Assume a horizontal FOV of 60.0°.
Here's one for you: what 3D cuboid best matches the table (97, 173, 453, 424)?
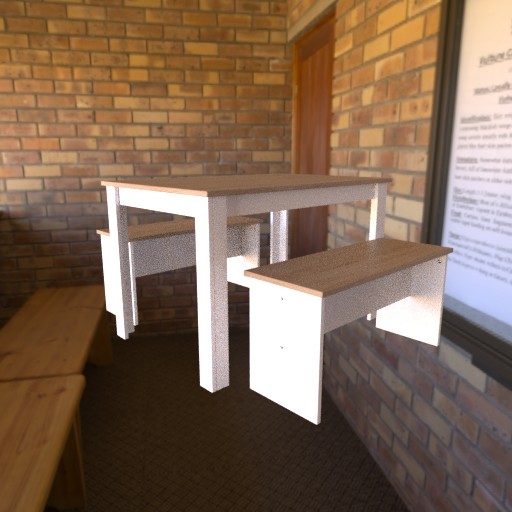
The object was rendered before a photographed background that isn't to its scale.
[{"bbox_3d":[0.000,0.000,2.055,1.100,0.700,1.443,-12,18,-42],"label":"table"}]
